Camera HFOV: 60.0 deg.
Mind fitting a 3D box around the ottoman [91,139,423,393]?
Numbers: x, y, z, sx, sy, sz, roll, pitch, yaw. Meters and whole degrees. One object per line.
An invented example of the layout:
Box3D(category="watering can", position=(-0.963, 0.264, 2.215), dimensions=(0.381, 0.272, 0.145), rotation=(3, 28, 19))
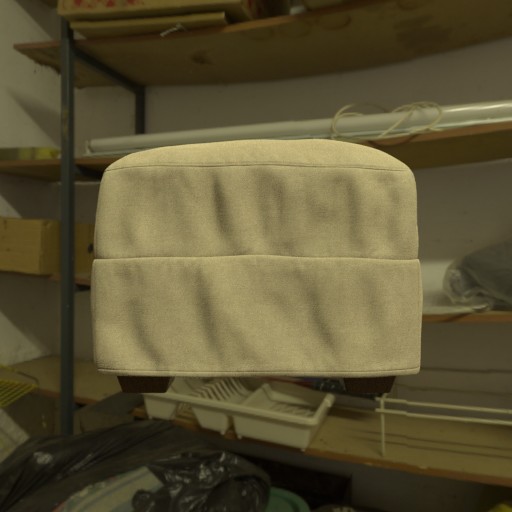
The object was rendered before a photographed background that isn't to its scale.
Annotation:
Box3D(category="ottoman", position=(0.000, 0.000, 1.063), dimensions=(0.584, 0.480, 0.712), rotation=(0, 0, 0))
